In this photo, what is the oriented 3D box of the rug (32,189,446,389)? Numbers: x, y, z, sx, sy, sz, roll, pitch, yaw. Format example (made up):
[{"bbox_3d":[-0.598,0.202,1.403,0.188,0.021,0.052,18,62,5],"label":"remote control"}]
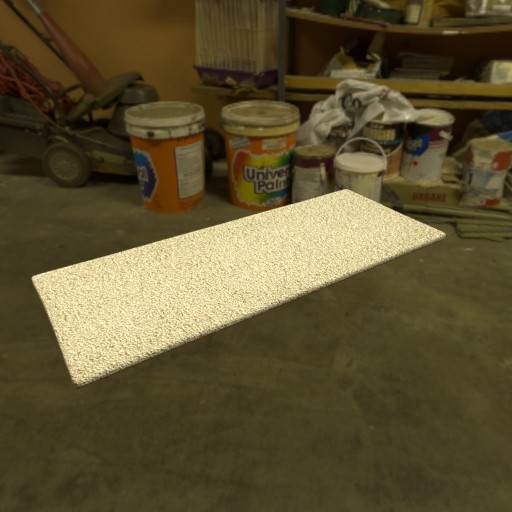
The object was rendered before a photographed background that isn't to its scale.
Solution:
[{"bbox_3d":[0.000,0.000,1.725,1.524,0.030,0.609,-18,35,-28],"label":"rug"}]
